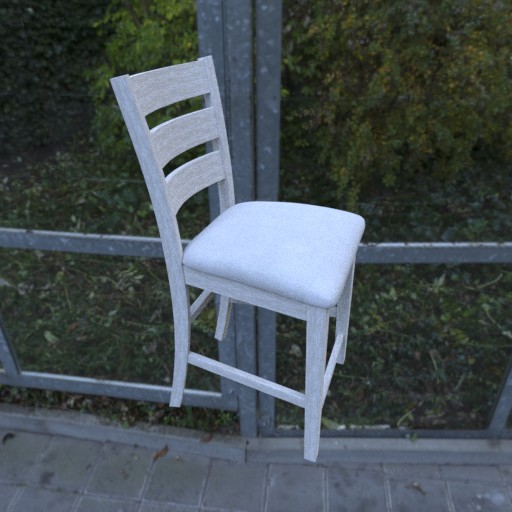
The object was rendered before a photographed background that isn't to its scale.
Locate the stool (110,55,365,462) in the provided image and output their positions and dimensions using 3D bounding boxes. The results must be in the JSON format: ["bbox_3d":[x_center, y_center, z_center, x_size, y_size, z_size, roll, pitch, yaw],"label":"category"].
[{"bbox_3d":[0.000,0.000,1.308,0.569,1.032,0.484,10,31,18],"label":"stool"}]
